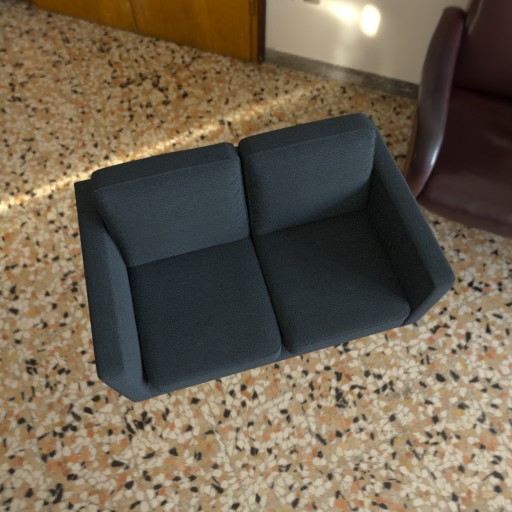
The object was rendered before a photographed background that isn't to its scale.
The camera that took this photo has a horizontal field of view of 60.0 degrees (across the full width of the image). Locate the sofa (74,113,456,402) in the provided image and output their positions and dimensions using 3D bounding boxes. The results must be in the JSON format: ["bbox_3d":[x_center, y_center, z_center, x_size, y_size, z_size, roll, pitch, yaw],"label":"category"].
[{"bbox_3d":[0.000,0.000,2.188,1.518,0.930,0.999,-14,64,-7],"label":"sofa"}]
